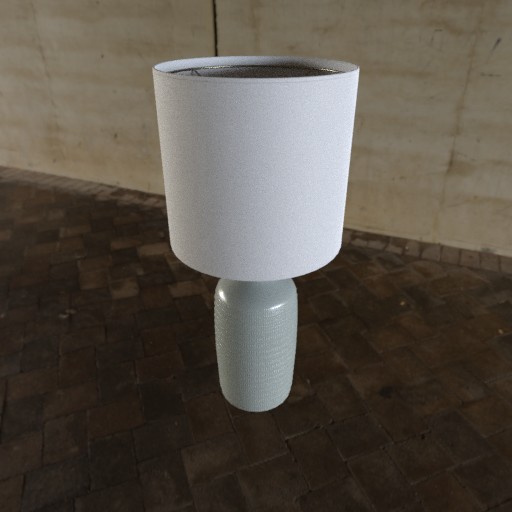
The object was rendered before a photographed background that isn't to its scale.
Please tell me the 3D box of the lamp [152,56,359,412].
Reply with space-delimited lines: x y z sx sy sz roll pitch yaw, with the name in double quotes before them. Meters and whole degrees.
"lamp" 0.000 0.000 0.597 0.220 0.475 0.220 -18 34 -29
